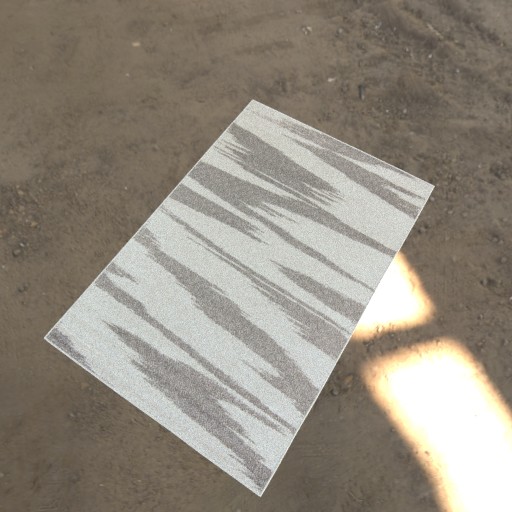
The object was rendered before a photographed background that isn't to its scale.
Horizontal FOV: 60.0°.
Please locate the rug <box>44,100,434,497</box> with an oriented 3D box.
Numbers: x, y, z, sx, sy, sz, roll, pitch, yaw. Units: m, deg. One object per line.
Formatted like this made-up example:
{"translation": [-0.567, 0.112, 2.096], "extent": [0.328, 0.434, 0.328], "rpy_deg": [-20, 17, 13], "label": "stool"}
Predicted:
{"translation": [0.000, 0.000, 2.295], "extent": [1.225, 0.008, 1.827], "rpy_deg": [30, 67, 14], "label": "rug"}
